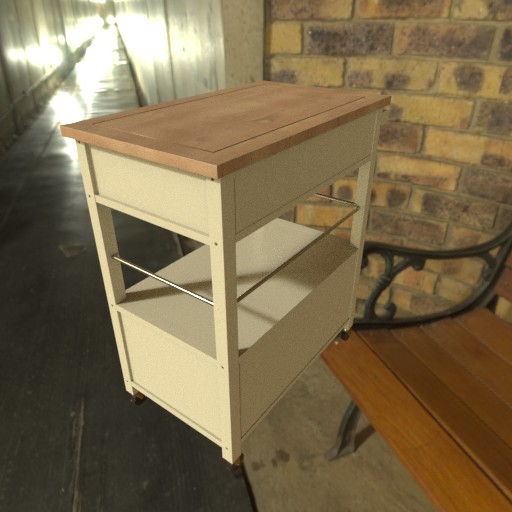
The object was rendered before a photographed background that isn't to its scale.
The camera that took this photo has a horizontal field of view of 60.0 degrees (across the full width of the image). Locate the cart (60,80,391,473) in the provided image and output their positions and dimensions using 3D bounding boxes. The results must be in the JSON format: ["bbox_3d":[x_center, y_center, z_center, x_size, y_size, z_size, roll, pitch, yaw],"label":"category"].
[{"bbox_3d":[0.000,0.000,1.376,0.459,0.901,0.840,20,36,31],"label":"cart"}]
